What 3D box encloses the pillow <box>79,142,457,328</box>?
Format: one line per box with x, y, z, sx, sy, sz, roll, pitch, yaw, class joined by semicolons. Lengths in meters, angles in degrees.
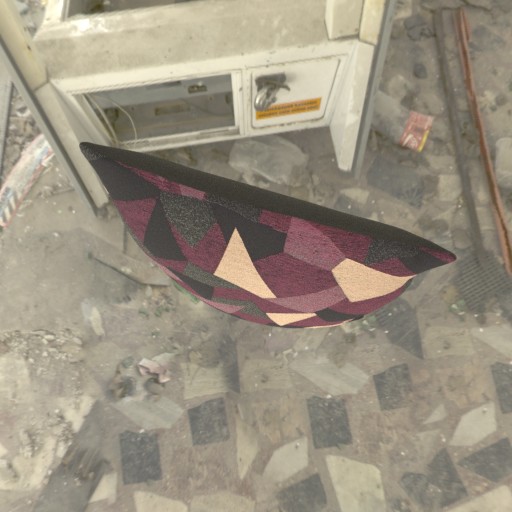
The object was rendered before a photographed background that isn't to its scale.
0.000;0.000;0.776;0.503;0.496;0.208;17;75;5;pillow
